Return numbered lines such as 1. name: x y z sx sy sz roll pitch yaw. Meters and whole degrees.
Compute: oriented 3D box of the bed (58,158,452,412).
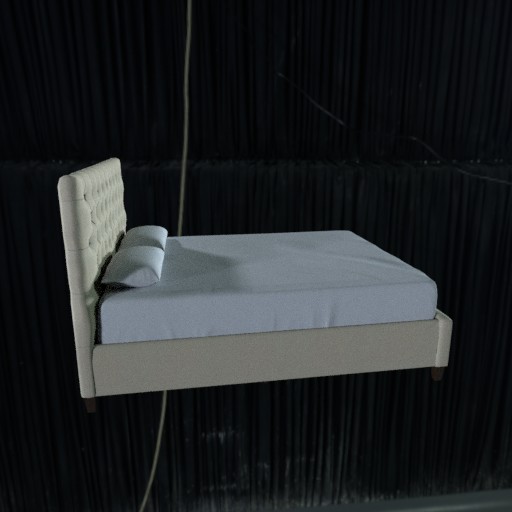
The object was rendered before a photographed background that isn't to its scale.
1. bed: 0.000 0.000 3.457 2.387 1.427 1.698 -2 16 -9
